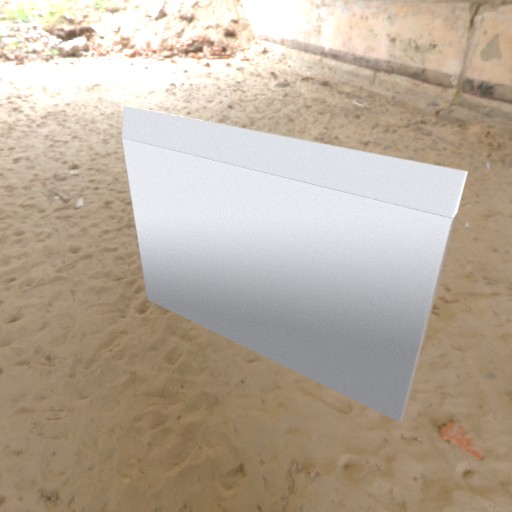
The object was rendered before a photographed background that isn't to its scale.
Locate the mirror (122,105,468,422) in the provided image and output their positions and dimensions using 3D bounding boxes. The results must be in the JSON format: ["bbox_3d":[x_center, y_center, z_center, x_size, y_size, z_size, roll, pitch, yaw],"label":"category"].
[{"bbox_3d":[0.000,0.000,1.130,0.870,0.630,0.030,20,36,29],"label":"mirror"}]
